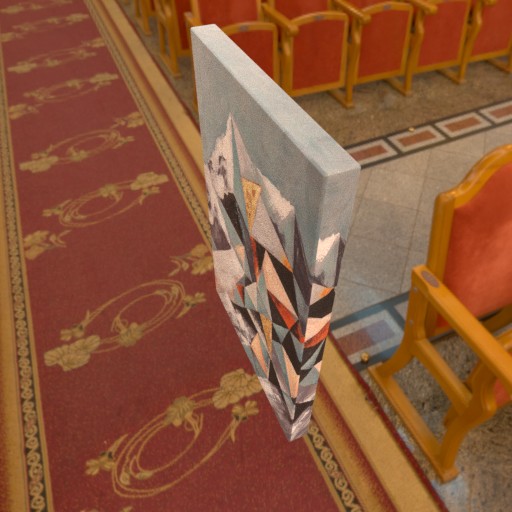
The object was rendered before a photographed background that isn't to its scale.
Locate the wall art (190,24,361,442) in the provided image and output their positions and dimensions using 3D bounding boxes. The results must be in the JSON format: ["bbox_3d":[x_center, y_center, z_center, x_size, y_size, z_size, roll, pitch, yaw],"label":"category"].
[{"bbox_3d":[0.000,0.000,1.127,0.061,0.911,0.609,-17,48,-16],"label":"wall art"}]
